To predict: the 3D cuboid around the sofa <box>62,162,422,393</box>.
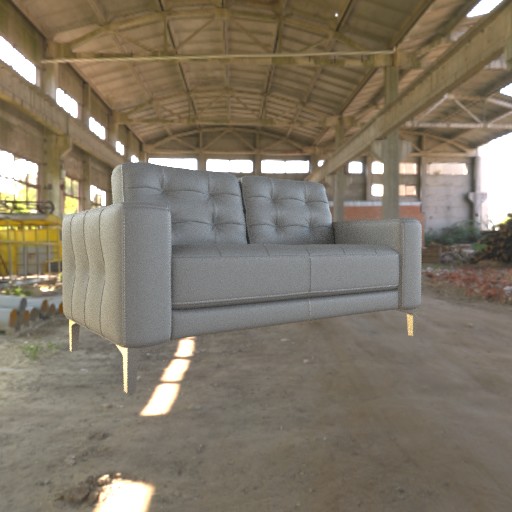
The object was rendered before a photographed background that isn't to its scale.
[{"bbox_3d":[0.000,0.000,2.282,1.726,0.892,0.833,-1,2,-36],"label":"sofa"}]
